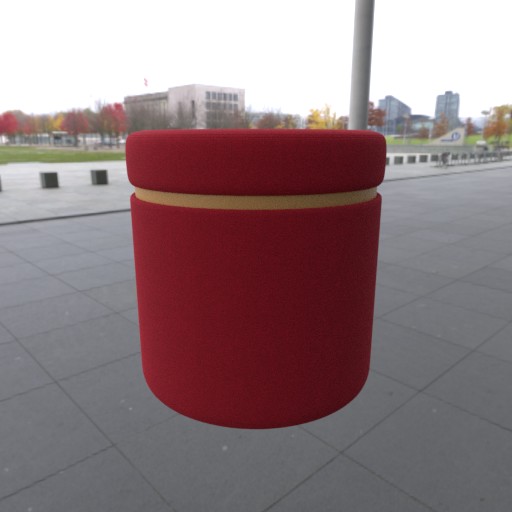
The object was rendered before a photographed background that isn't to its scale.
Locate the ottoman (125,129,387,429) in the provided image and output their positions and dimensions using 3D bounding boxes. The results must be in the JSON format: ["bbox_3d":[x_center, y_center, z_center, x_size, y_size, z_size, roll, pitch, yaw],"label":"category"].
[{"bbox_3d":[0.000,0.000,0.749,0.400,0.406,0.400,0,15,0],"label":"ottoman"}]
